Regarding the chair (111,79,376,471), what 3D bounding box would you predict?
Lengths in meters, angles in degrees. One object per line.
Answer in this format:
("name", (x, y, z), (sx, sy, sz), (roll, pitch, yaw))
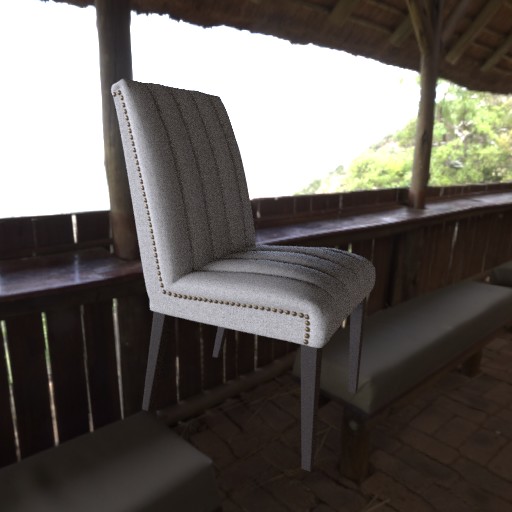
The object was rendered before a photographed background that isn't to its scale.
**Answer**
("chair", (0.000, 0.000, 1.373), (0.647, 1.016, 0.511), (8, 16, 27))
